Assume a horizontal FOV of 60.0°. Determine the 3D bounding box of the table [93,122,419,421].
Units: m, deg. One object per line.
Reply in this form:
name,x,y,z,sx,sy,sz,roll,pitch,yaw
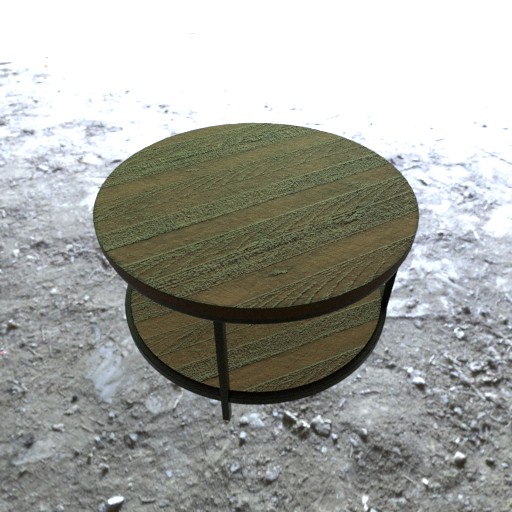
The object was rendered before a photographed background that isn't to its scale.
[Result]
table,0.000,0.000,1.331,0.837,0.462,0.837,0,41,0
